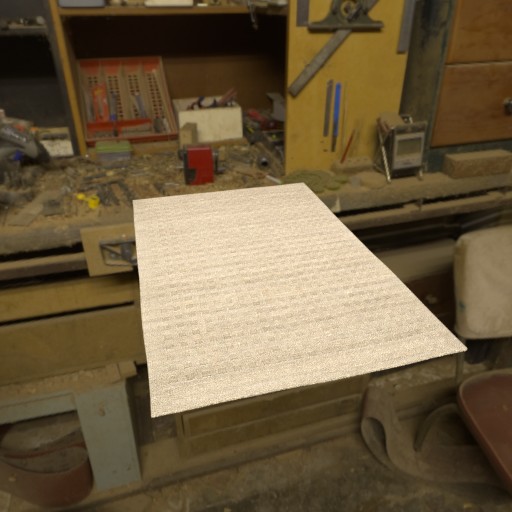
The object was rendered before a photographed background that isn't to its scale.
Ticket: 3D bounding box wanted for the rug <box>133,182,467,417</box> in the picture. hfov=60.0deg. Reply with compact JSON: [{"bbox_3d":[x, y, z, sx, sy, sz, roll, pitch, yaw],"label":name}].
[{"bbox_3d":[0.000,0.000,2.948,1.532,0.018,2.297,-8,32,-13],"label":"rug"}]
